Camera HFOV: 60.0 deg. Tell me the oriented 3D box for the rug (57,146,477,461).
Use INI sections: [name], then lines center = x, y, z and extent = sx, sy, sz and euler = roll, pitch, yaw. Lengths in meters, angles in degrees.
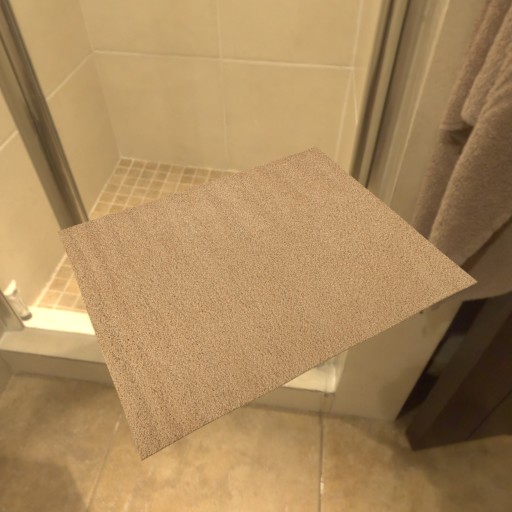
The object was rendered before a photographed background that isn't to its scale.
[rug]
center = 0.000, 0.000, 4.016
extent = 3.000, 0.026, 2.400
euler = -22, 50, -20
